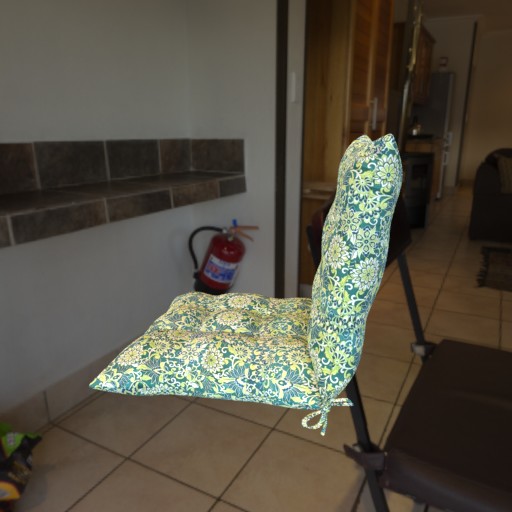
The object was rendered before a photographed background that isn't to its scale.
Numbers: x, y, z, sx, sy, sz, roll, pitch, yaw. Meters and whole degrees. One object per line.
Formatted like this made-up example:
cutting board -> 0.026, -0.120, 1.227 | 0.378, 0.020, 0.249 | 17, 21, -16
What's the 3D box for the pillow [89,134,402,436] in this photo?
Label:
pillow -> 0.000, 0.000, 1.008 | 0.585, 0.536, 0.541 | 3, 16, 9
